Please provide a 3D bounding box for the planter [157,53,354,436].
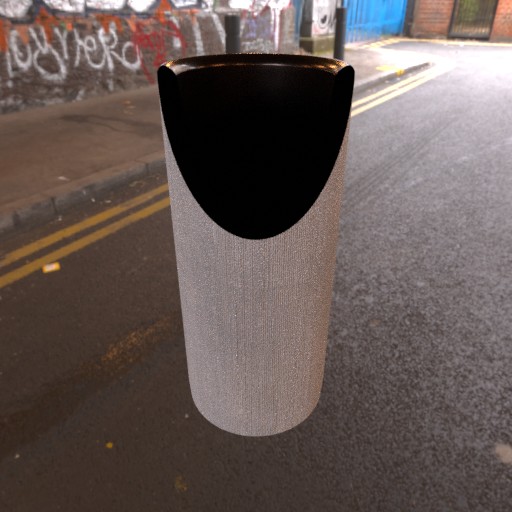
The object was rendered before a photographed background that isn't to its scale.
[{"bbox_3d":[0.000,0.000,0.128,0.045,0.103,0.045,-8,31,-14],"label":"planter"}]
